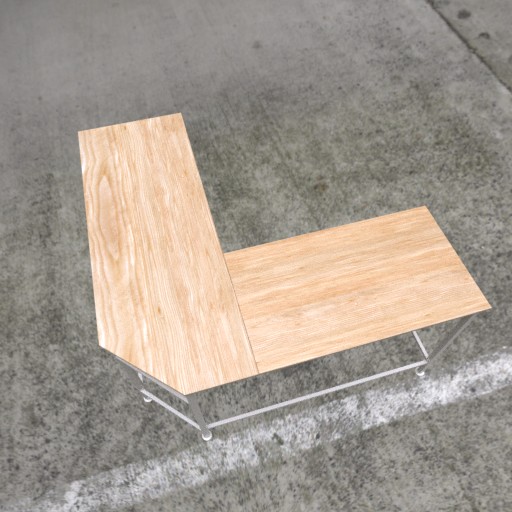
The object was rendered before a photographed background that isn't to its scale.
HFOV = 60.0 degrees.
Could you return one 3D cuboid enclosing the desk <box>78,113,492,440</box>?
[{"bbox_3d":[0.000,0.000,2.173,1.379,0.739,1.379,-14,57,-9],"label":"desk"}]
